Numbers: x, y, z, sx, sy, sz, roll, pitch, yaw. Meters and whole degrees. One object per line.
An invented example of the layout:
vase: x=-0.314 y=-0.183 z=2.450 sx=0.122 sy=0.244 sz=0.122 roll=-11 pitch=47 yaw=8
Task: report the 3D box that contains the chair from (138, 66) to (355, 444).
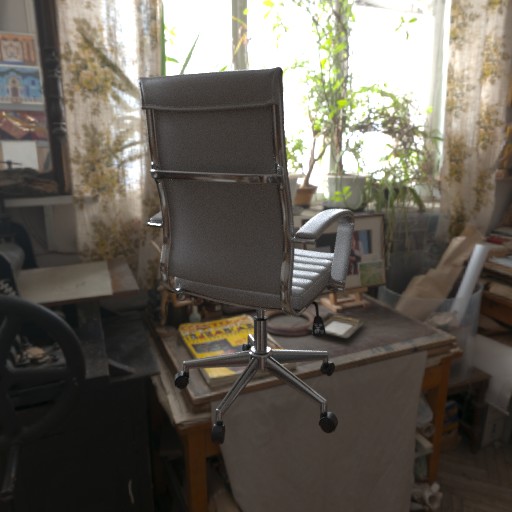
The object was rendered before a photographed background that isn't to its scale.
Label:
chair: x=0.000 y=0.000 z=1.575 sx=0.679 sy=1.149 sz=0.667 roll=8 pitch=17 yaw=26
